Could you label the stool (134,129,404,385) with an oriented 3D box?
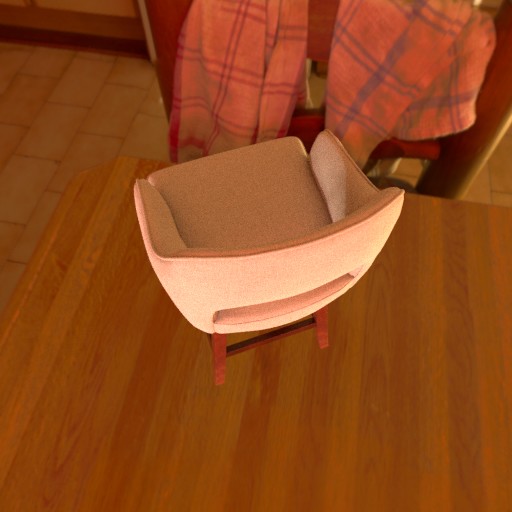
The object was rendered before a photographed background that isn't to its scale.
[{"bbox_3d":[0.000,0.000,1.255,0.550,0.936,0.560,-17,61,-10],"label":"stool"}]
